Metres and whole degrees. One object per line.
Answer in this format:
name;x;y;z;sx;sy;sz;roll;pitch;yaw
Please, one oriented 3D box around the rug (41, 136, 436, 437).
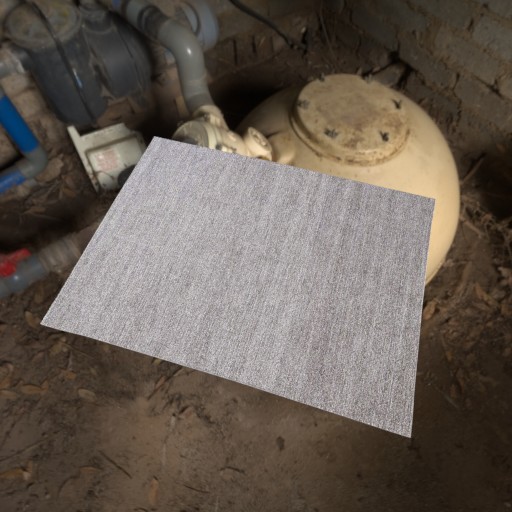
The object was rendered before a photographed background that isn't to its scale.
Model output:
rug;0.000;0.000;4.231;3.202;0.045;2.434;15;59;9
